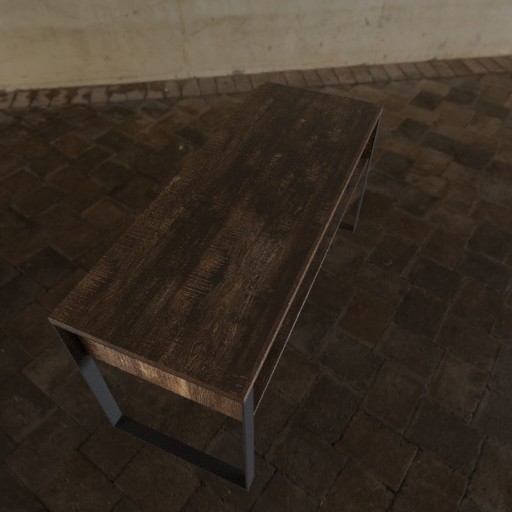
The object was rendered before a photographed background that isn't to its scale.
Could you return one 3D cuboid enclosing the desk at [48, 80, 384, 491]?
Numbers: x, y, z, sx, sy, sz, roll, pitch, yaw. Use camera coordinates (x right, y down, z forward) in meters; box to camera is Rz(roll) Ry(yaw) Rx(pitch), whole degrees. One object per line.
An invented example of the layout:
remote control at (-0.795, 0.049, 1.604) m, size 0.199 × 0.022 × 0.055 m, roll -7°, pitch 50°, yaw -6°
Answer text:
desk at (0.000, 0.000, 1.894) m, size 0.599 × 0.762 × 1.524 m, roll 18°, pitch 50°, yaw 16°
